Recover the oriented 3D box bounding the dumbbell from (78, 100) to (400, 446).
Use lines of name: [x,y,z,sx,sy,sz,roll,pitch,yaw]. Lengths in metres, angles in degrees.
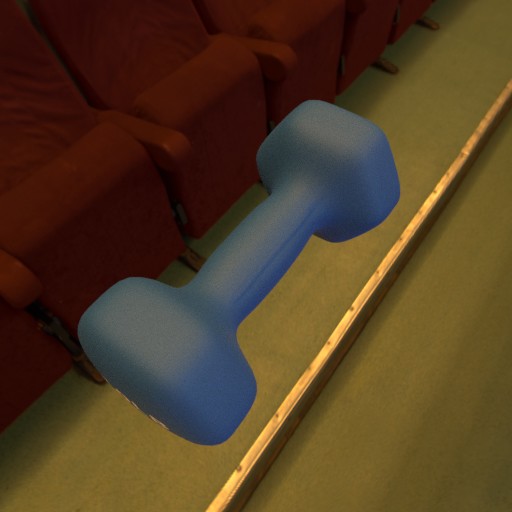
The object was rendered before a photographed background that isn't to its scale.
dumbbell: [0.000,0.000,0.265,0.103,0.093,0.212,32,62,19]
